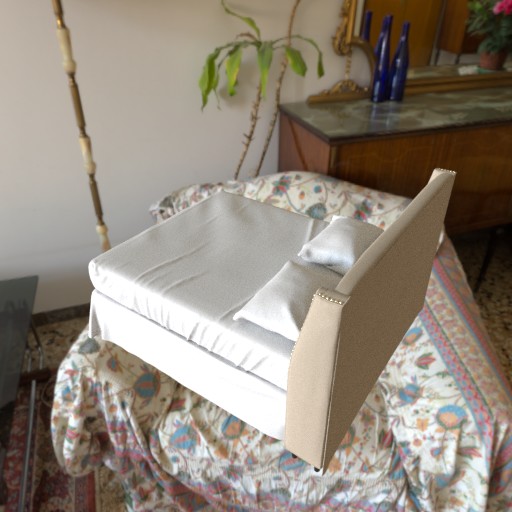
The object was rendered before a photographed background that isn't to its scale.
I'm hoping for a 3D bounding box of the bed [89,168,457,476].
[{"bbox_3d":[0.000,0.000,3.457,2.276,1.332,1.925,21,38,29],"label":"bed"}]
